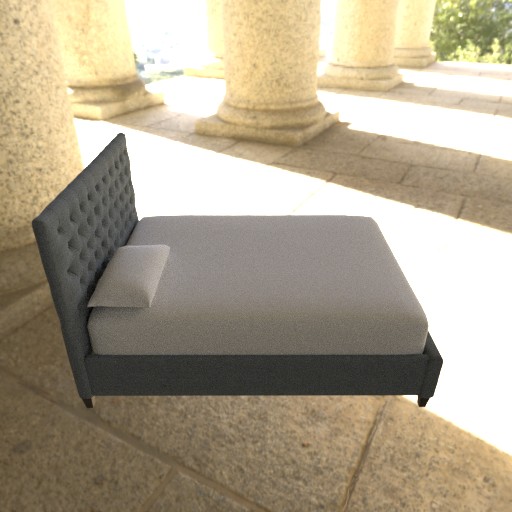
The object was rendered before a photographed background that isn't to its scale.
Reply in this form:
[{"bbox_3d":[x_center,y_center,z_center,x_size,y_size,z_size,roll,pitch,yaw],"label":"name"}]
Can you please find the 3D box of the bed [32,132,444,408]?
[{"bbox_3d":[0.000,0.000,3.325,2.335,1.411,1.698,0,31,0],"label":"bed"}]
